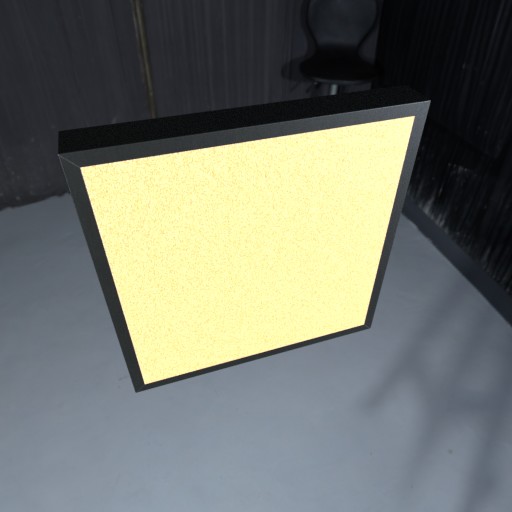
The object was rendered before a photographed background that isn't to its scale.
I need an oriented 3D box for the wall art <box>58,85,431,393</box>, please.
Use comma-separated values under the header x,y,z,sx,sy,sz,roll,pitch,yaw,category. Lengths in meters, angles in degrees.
x,y,z,sx,sy,sz,roll,pitch,yaw,category
0.000,0.000,0.458,0.304,0.304,0.038,-12,43,-14,wall art
